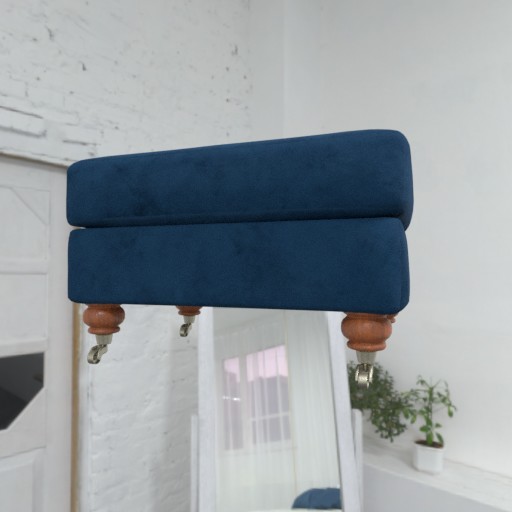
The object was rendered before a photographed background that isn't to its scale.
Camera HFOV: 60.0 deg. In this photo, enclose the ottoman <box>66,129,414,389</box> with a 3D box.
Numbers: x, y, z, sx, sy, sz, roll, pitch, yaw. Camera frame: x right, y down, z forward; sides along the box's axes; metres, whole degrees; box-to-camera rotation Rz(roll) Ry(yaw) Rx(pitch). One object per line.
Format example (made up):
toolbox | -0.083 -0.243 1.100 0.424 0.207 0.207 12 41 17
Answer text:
ottoman | 0.000 0.000 1.149 0.773 0.503 0.572 -1 -2 20
